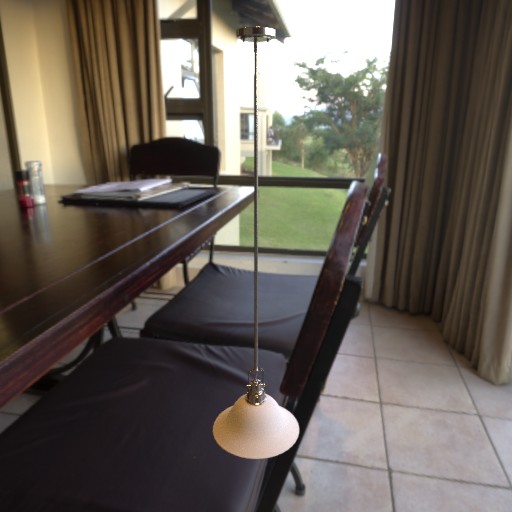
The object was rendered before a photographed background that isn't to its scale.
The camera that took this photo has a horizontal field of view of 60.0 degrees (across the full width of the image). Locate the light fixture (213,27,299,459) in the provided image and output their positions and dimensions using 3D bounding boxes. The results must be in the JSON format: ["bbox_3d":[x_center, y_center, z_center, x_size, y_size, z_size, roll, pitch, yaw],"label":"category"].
[{"bbox_3d":[0.000,0.000,1.471,0.324,1.354,0.324,-2,17,-7],"label":"light fixture"}]
